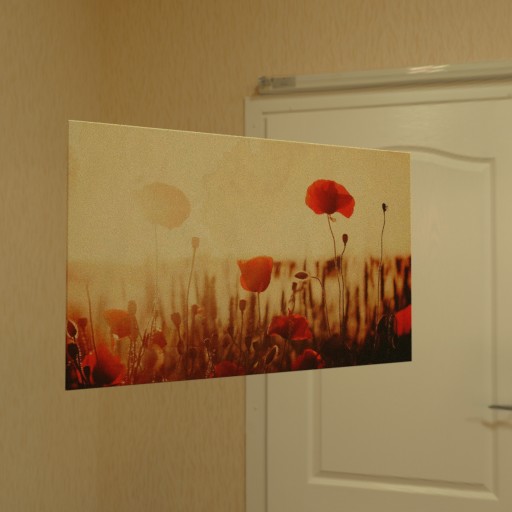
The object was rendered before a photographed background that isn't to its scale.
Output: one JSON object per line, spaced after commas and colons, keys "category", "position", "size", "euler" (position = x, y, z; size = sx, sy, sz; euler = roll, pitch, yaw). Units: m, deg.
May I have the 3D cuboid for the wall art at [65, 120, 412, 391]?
{"category": "wall art", "position": [0.000, 0.000, 0.488], "size": [0.383, 0.251, 0.037], "euler": [0, -1, -19]}
